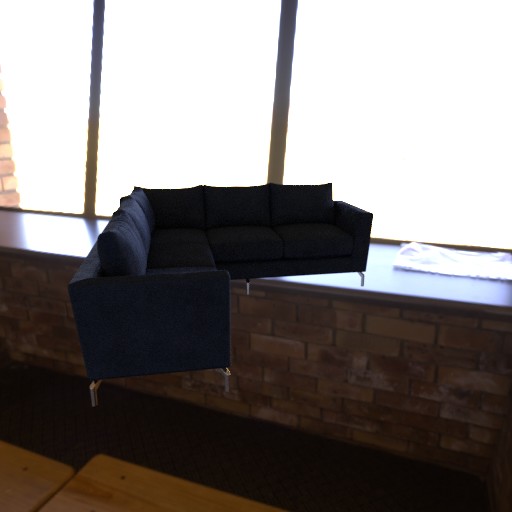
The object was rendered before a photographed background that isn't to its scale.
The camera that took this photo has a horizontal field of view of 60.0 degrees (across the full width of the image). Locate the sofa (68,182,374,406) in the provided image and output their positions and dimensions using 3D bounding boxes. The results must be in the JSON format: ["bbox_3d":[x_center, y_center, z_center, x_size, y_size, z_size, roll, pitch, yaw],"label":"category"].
[{"bbox_3d":[0.000,0.000,3.746,2.463,0.988,2.472,-3,16,-10],"label":"sofa"}]
